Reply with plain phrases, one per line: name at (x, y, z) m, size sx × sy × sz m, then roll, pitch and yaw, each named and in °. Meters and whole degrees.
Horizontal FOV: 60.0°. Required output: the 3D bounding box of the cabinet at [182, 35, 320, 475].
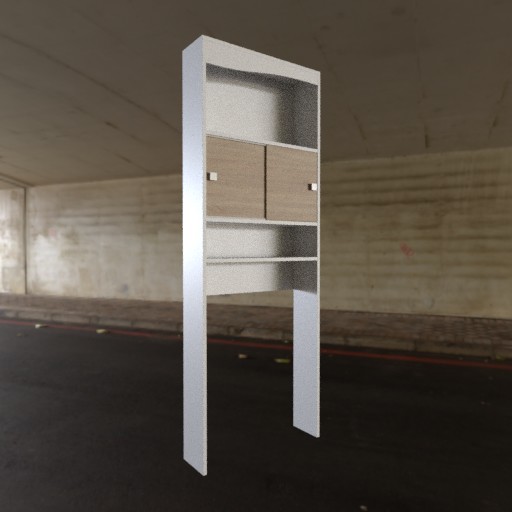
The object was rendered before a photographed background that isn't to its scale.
cabinet at (0.000, 0.000, 2.033) m, size 0.643 × 1.770 × 0.192 m, roll -1°, pitch 1°, yaw -35°
